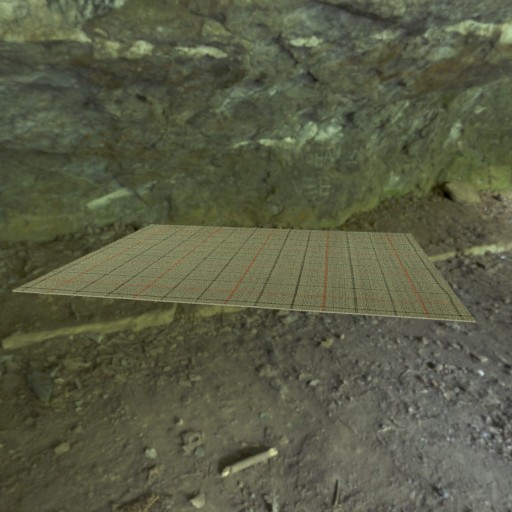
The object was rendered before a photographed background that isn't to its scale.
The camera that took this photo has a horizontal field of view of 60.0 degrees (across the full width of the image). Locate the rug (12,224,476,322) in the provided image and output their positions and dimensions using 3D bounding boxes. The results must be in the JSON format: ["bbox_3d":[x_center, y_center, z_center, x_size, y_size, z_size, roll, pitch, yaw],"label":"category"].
[{"bbox_3d":[0.000,0.000,4.011,3.048,0.012,2.444,3,15,10],"label":"rug"}]
